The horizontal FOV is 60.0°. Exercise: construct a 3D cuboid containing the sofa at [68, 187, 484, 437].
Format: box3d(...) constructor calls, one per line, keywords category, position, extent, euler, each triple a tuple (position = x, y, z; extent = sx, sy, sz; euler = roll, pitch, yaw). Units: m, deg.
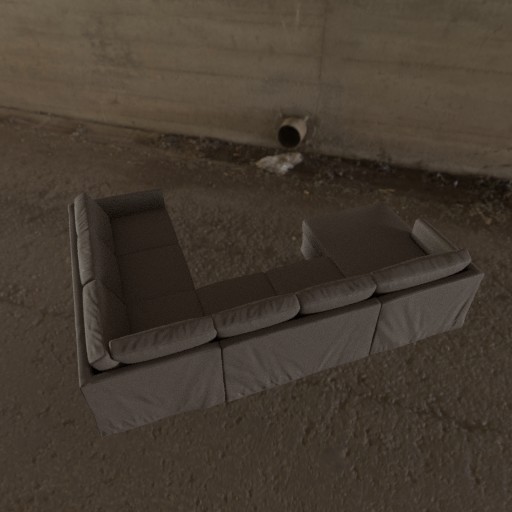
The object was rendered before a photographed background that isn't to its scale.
box3d(category="sofa", position=(0.000, 0.000, 4.521), extent=(3.528, 0.878, 2.476), euler=(-13, 42, -15))
